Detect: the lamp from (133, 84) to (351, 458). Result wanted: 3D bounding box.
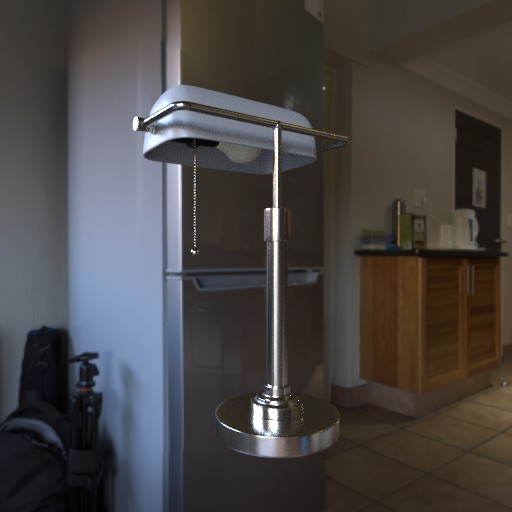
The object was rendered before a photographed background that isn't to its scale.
[{"bbox_3d":[0.000,0.000,0.547,0.269,0.404,0.227,-1,1,-36],"label":"lamp"}]
